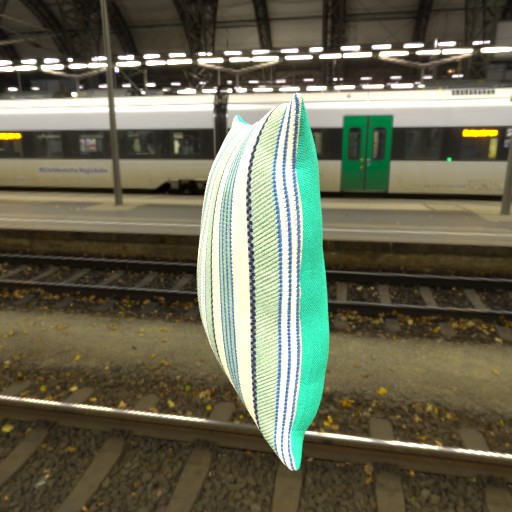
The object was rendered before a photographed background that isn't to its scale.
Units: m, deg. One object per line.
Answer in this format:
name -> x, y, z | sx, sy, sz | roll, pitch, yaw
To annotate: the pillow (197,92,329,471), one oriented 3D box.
pillow -> 0.000, 0.000, 0.682 | 0.182, 0.441, 0.440 | -2, 14, -10
